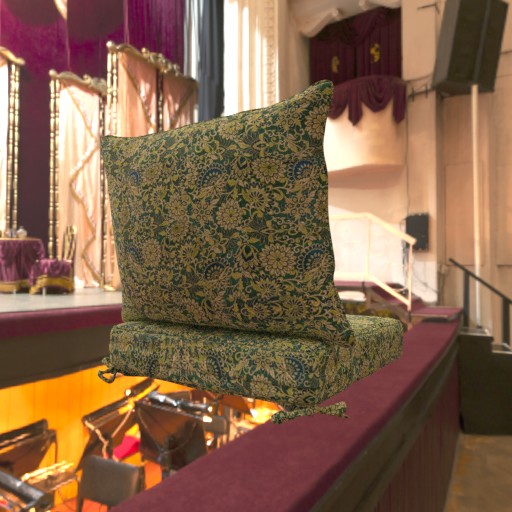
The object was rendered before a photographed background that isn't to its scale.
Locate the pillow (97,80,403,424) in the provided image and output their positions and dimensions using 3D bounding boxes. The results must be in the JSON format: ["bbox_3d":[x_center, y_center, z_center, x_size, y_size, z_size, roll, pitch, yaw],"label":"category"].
[{"bbox_3d":[0.000,0.000,1.358,0.798,0.722,0.740,-1,-1,35],"label":"pillow"}]
